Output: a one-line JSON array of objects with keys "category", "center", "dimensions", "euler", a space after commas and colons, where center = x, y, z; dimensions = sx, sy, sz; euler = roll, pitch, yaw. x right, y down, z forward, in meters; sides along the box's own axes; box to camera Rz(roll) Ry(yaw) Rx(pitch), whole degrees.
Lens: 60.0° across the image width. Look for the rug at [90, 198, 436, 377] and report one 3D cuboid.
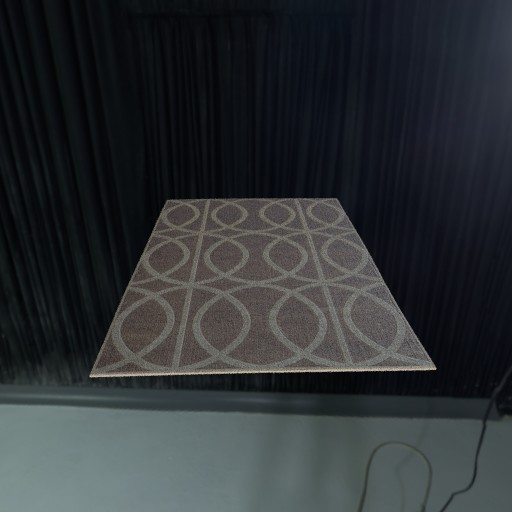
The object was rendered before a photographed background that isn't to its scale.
[{"category": "rug", "center": [0.000, 0.000, 2.953], "dimensions": [1.526, 0.014, 2.290], "euler": [-1, 26, -2]}]
